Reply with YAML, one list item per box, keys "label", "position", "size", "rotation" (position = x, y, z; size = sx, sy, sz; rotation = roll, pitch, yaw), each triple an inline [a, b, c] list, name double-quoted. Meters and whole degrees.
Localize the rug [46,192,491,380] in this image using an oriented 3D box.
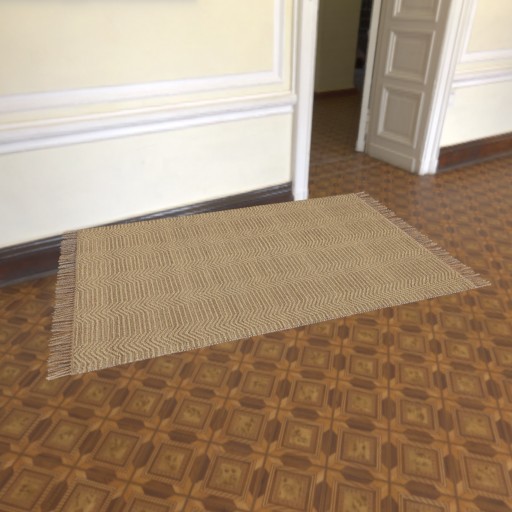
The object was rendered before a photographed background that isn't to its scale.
- label: "rug"
  position: [0.000, 0.000, 2.966]
  size: [2.523, 0.034, 1.528]
  rotation: [-9, 32, -15]
